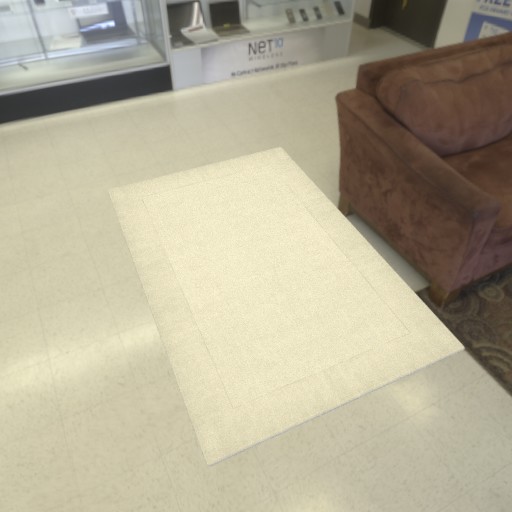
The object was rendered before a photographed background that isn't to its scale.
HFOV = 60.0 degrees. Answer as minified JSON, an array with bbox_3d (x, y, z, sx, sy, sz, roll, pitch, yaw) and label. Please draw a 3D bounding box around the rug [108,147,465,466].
[{"bbox_3d":[0.000,0.000,2.379,1.219,0.013,1.829,-18,48,-17],"label":"rug"}]
